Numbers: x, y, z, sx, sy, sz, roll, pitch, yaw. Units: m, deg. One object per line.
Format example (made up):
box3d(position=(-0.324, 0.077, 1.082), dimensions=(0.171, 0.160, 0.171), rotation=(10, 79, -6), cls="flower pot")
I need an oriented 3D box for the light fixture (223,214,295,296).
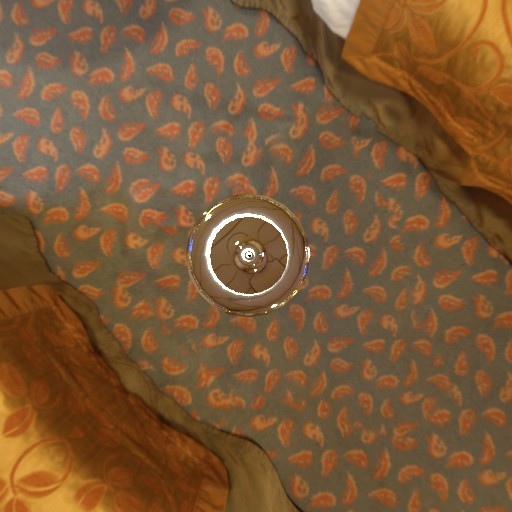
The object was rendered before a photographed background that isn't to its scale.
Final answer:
box3d(position=(0.000, 0.000, 1.617), dimensions=(0.374, 1.457, 0.374), rotation=(0, 90, 1), cls="light fixture")
